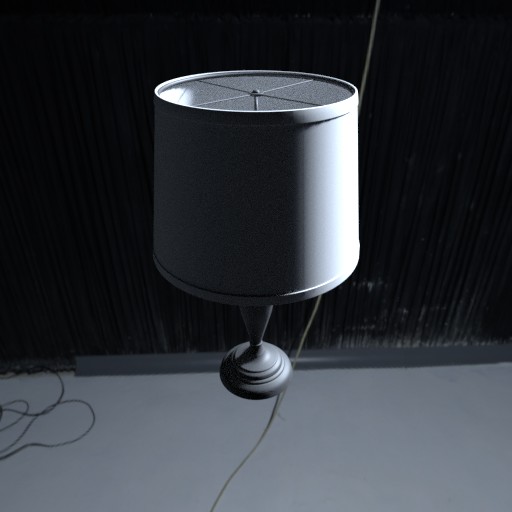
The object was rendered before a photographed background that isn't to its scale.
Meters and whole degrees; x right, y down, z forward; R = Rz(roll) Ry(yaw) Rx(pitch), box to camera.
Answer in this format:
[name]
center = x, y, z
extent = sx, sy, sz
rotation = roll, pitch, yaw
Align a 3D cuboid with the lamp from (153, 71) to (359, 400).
[lamp]
center = 0.000, 0.000, 0.692
extent = 0.310, 0.501, 0.310
rotation = 0, 32, 0
